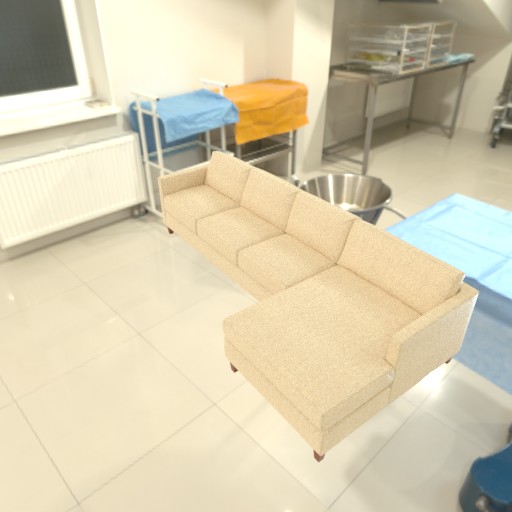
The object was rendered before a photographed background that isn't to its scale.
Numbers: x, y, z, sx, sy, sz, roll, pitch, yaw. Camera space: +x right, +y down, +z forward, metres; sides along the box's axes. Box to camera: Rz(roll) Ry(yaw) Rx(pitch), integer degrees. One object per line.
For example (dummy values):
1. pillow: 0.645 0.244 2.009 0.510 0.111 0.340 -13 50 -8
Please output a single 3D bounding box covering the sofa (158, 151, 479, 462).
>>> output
1. sofa: 0.000 0.000 4.189 1.603 0.954 3.471 -22 38 -31
